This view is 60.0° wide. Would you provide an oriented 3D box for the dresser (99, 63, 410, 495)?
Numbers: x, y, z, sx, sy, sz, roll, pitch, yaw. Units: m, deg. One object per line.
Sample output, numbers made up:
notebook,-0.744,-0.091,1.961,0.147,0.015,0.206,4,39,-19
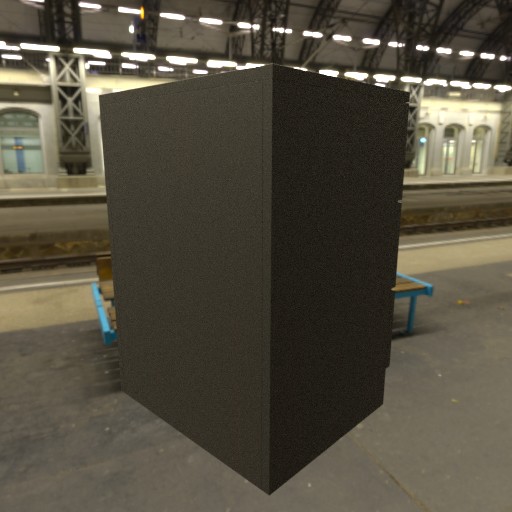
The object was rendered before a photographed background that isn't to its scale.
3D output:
dresser,0.000,0.000,0.811,0.400,0.560,0.360,13,18,43
